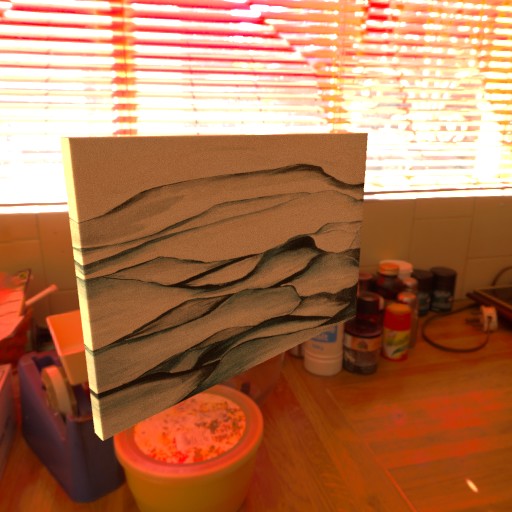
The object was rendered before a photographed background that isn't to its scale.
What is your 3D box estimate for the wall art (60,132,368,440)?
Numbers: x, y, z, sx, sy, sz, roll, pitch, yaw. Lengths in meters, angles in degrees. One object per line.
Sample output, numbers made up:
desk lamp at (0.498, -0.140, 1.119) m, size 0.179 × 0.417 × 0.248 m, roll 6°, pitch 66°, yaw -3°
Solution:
wall art at (0.000, 0.000, 1.149) m, size 0.914 × 0.609 × 0.039 m, roll -15°, pitch 22°, yaw -41°
